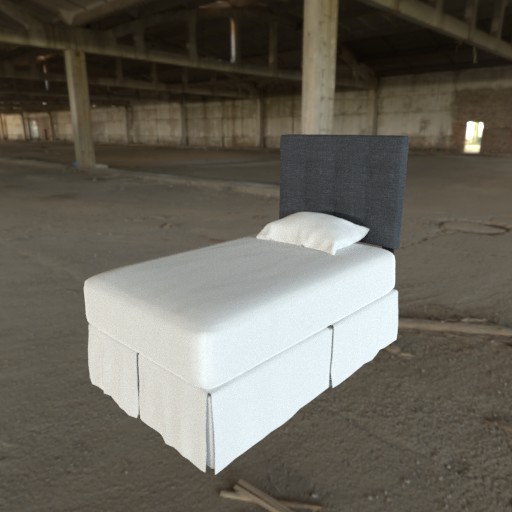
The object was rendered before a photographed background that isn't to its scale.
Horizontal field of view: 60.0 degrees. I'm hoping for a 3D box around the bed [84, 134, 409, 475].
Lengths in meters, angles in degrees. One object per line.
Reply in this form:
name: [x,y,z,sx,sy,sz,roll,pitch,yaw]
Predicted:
bed: [0.000,0.000,3.006,1.261,1.571,1.997,14,21,41]
